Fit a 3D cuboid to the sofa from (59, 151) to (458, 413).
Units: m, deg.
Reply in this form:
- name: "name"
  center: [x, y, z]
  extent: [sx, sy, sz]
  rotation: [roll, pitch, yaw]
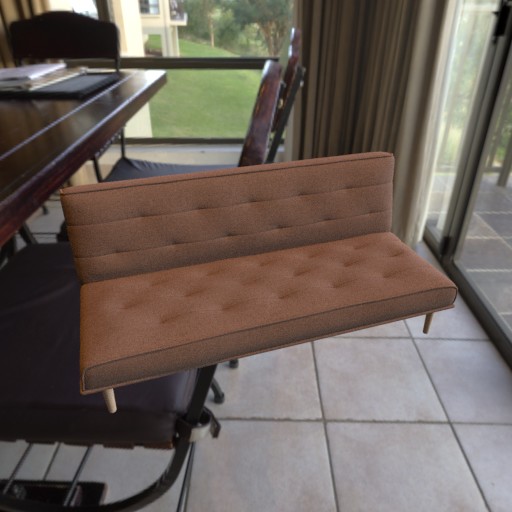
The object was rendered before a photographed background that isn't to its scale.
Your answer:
- name: "sofa"
  center: [0.000, 0.000, 2.332]
  extent: [1.820, 0.810, 1.038]
  rotation: [-10, 32, -16]
